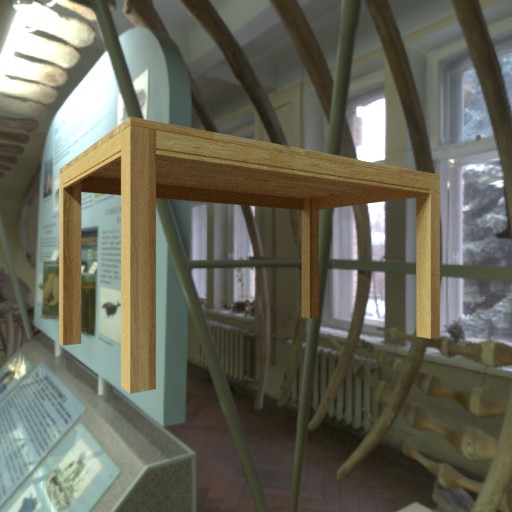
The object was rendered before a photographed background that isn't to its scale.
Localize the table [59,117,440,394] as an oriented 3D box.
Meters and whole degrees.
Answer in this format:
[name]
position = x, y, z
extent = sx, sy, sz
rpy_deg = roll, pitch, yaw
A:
[table]
position = 0.000, 0.000, 2.032
extent = 1.500, 0.770, 0.900
rpy_deg = 0, 0, -36
